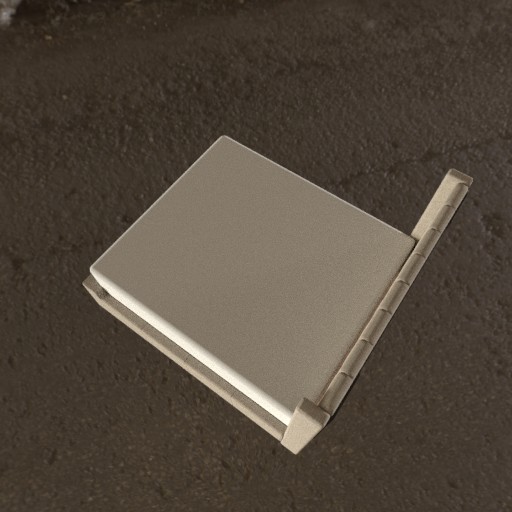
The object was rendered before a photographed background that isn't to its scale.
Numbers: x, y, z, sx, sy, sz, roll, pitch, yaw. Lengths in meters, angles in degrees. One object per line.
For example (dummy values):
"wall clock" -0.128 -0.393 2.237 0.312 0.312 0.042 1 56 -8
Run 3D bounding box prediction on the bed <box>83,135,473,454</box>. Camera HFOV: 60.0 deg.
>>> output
"bed" 0.000 0.000 3.807 2.370 1.743 2.045 32 66 16
